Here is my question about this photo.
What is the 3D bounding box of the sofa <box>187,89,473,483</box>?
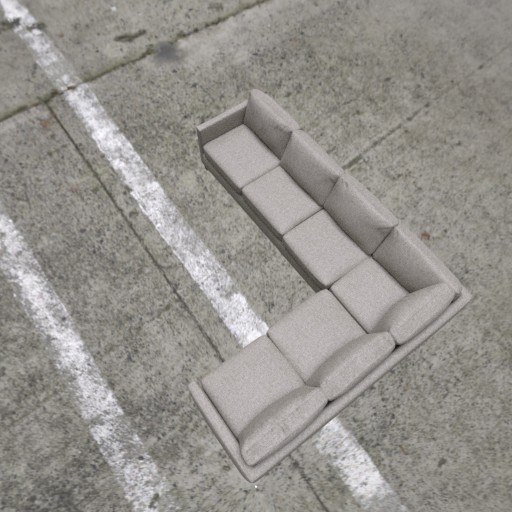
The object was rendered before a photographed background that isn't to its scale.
[{"bbox_3d":[0.000,0.000,4.510,2.593,0.947,3.302,-33,67,-16],"label":"sofa"}]
